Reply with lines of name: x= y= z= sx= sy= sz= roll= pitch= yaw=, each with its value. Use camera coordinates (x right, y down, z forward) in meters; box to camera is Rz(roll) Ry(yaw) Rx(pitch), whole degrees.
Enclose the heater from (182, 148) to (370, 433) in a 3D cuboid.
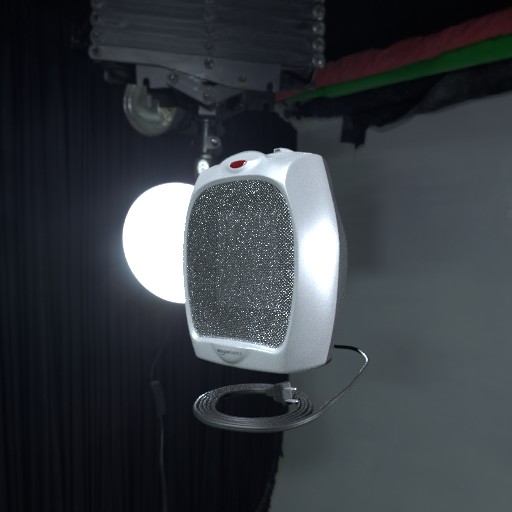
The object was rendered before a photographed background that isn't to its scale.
heater: x=0.000 y=0.000 z=0.466 sx=0.239 sy=0.240 sz=0.291 roll=0 pitch=1 yaw=36
